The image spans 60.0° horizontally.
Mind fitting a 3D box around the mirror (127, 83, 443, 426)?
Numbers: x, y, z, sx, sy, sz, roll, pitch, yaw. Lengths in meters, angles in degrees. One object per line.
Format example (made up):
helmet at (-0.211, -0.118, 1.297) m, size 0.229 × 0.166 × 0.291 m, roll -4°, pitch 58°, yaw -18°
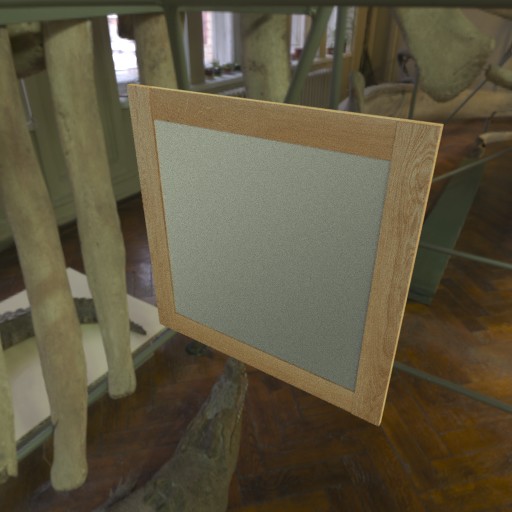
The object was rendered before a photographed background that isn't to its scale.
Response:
mirror at (0.000, 0.000, 1.187) m, size 0.800 × 0.800 × 0.020 m, roll 18°, pitch 35°, yaw 28°
